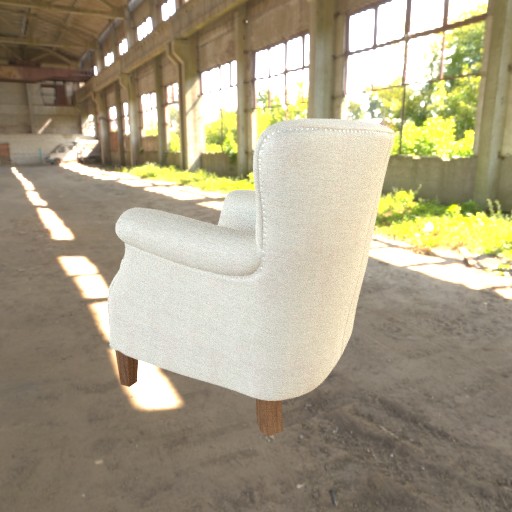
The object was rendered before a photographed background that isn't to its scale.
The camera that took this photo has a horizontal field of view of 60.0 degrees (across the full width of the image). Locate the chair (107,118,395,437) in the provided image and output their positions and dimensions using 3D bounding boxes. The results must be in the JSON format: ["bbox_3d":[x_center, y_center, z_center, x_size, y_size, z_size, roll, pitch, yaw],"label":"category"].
[{"bbox_3d":[0.000,0.000,1.646,0.921,0.936,0.861,7,16,27],"label":"chair"}]
